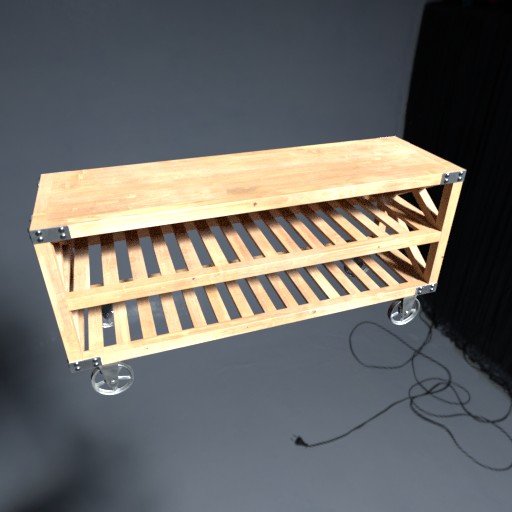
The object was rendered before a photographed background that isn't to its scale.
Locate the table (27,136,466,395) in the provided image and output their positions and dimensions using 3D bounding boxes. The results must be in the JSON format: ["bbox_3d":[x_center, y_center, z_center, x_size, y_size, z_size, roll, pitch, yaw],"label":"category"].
[{"bbox_3d":[0.000,0.000,1.789,1.487,0.711,0.467,-10,33,-16],"label":"table"}]
